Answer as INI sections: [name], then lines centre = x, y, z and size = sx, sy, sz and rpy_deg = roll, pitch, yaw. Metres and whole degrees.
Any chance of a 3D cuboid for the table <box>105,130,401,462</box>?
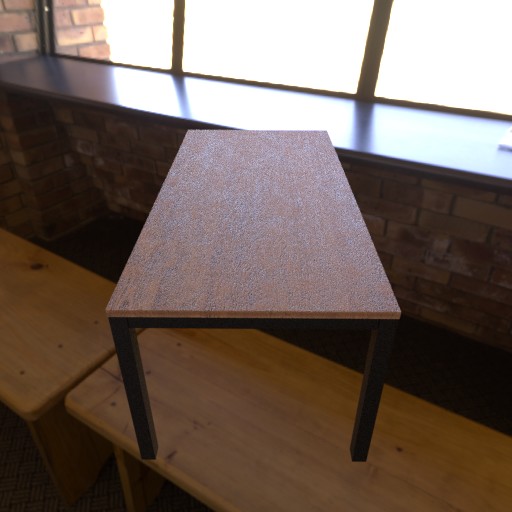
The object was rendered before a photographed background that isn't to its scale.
[table]
centre = 0.000, 0.000, 2.303
size = 0.893, 0.767, 1.805
rpy_deg = 0, 33, 1
